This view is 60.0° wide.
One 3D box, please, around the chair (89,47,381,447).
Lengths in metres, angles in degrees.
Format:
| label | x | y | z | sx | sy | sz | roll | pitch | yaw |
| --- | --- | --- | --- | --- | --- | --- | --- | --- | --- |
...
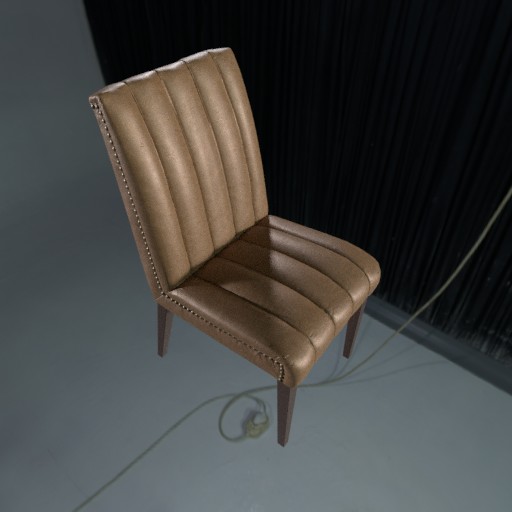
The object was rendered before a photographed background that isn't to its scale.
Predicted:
| label | x | y | z | sx | sy | sz | roll | pitch | yaw |
| --- | --- | --- | --- | --- | --- | --- | --- | --- | --- |
| chair | 0.000 | 0.000 | 1.356 | 0.647 | 1.016 | 0.511 | 26 | 47 | 27 |
